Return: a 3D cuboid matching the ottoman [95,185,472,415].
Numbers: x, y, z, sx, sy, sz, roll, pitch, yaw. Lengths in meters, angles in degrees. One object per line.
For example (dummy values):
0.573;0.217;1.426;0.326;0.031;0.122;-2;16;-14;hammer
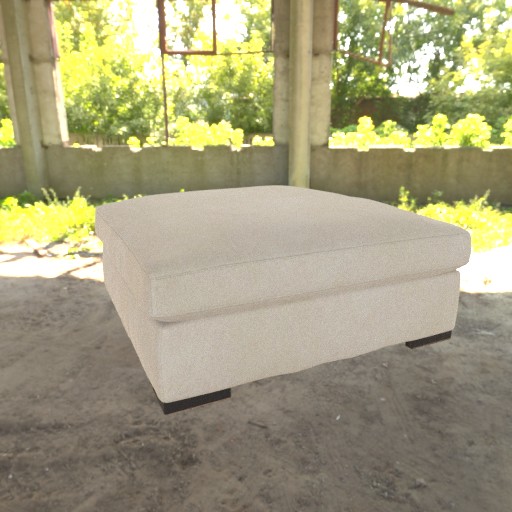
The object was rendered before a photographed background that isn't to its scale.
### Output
0.000;0.000;1.899;1.190;0.522;1.205;-7;17;-25;ottoman
